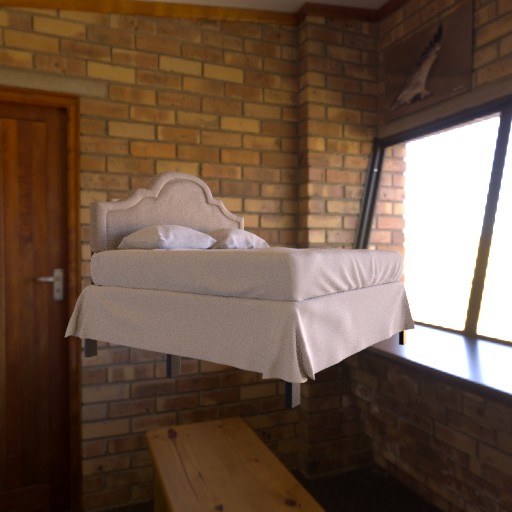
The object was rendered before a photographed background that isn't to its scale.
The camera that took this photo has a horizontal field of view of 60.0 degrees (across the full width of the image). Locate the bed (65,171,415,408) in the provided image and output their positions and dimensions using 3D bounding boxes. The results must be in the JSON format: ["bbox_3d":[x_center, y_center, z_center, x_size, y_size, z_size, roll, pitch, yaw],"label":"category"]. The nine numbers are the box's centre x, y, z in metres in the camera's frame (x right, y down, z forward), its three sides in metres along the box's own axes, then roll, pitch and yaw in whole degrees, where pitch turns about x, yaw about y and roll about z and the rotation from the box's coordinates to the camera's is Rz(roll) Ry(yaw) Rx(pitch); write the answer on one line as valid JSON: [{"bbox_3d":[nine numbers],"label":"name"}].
[{"bbox_3d":[0.000,0.000,3.853,2.222,1.631,2.303,1,1,36],"label":"bed"}]
